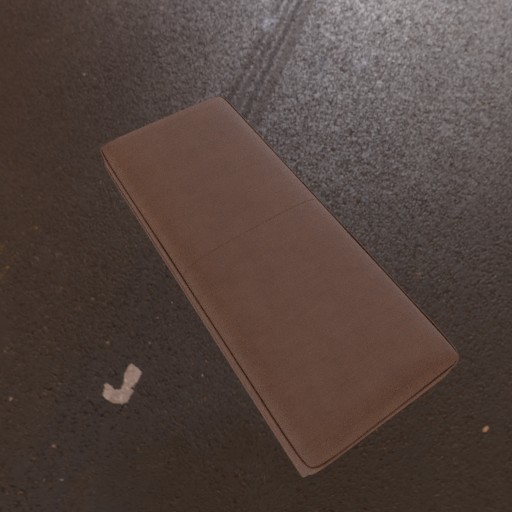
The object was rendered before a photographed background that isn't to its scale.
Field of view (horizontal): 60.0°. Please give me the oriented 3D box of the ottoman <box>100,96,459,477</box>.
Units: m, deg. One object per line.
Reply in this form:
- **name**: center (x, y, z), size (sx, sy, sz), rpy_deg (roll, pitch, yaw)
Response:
- **ottoman**: center (0.000, 0.000, 2.053), size (0.751, 0.470, 1.764), rpy_deg (-29, 63, -16)
